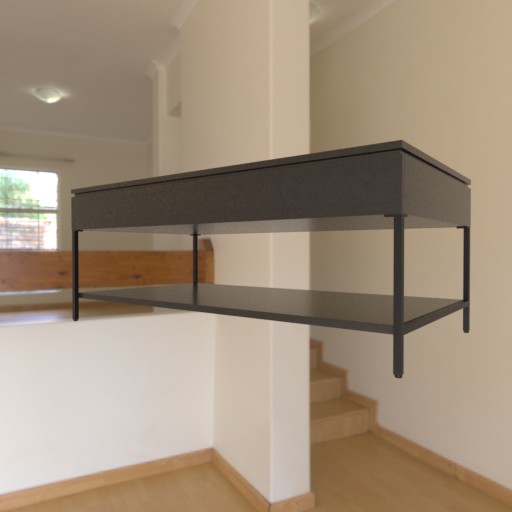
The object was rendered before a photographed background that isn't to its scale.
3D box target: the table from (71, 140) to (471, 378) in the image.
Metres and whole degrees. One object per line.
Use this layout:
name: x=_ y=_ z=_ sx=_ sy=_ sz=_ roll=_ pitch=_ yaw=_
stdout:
table: x=0.000 y=0.000 z=1.361 sx=1.095 sy=0.435 sz=0.574 roll=1 pitch=1 yaw=37
